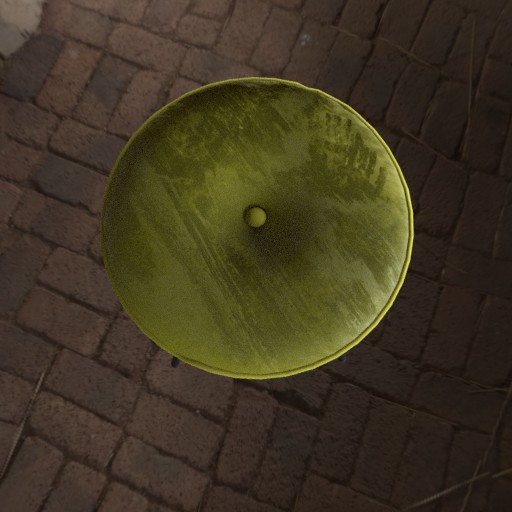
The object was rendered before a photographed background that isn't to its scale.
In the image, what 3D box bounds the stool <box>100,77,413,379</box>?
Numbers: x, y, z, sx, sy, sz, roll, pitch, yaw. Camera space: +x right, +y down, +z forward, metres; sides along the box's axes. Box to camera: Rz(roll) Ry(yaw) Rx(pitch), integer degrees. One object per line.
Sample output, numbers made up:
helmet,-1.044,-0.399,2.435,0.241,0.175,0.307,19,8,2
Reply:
stool,0.000,0.000,0.807,0.409,0.508,0.409,-2,78,0
